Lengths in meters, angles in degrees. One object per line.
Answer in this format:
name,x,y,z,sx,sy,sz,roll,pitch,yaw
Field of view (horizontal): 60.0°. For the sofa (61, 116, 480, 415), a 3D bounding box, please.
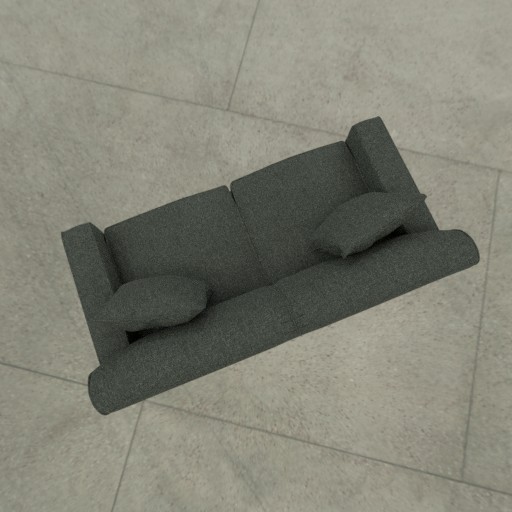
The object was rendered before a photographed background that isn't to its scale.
sofa,0.000,0.000,2.429,1.846,0.958,0.998,-21,77,-5
